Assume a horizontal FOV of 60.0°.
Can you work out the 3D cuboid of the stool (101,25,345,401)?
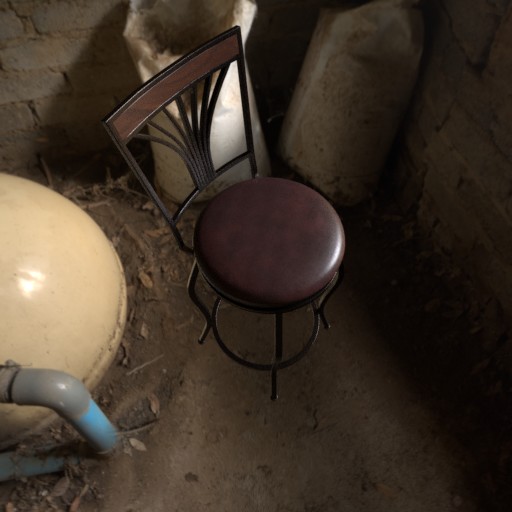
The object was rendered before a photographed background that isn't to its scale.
[{"bbox_3d":[0.000,0.000,1.377,0.514,1.117,0.433,33,63,19],"label":"stool"}]
